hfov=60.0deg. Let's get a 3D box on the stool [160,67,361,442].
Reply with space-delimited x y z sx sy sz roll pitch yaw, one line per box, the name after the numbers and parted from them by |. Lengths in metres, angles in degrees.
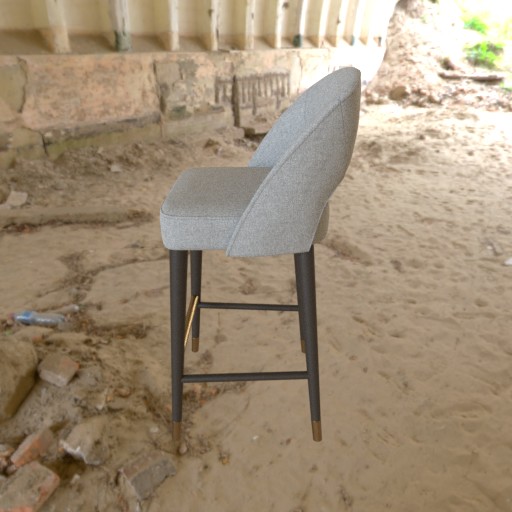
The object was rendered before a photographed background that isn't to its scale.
0.000 0.000 1.321 0.509 1.037 0.494 0 26 1 | stool
